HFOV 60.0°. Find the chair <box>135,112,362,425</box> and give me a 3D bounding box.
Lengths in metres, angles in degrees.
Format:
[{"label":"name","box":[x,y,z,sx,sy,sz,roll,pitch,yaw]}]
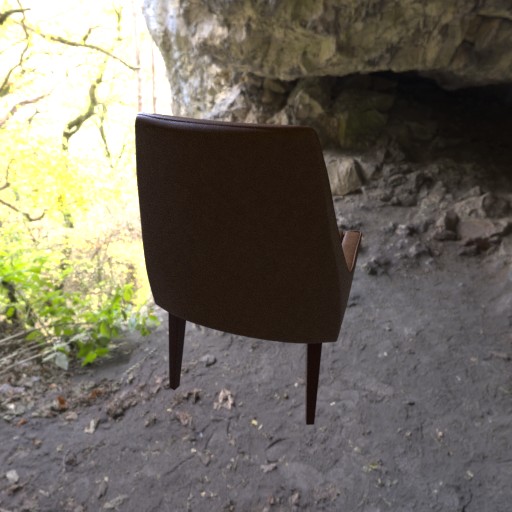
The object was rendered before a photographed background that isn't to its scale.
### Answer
[{"label":"chair","box":[0.000,0.000,1.214,0.529,0.861,0.544,9,34,15]}]
